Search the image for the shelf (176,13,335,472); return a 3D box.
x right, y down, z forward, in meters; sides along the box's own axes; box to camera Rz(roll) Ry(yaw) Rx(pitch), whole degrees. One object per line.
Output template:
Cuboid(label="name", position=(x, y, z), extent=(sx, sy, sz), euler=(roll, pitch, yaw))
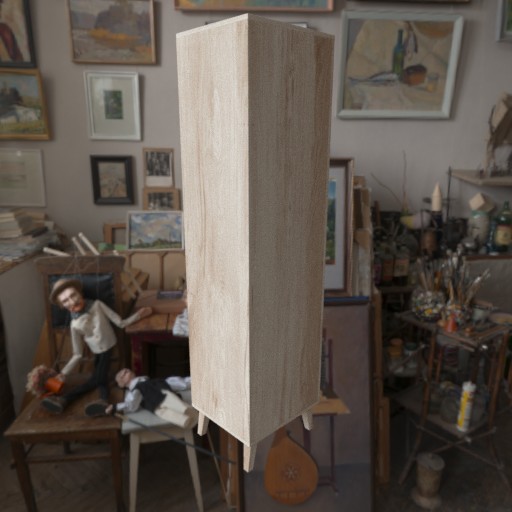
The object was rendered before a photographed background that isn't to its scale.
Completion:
Cuboid(label="shelf", position=(0.000, 0.000, 2.149), extent=(0.510, 1.960, 0.450), euler=(-14, 20, -42))
